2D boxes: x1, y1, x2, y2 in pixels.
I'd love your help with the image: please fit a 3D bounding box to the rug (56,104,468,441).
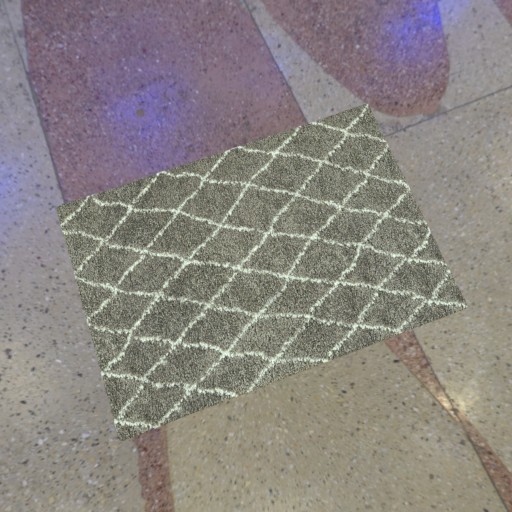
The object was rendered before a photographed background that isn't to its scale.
[{"bbox_3d":[0.000,0.000,2.249,1.778,0.030,1.219,-20,76,-5],"label":"rug"}]
